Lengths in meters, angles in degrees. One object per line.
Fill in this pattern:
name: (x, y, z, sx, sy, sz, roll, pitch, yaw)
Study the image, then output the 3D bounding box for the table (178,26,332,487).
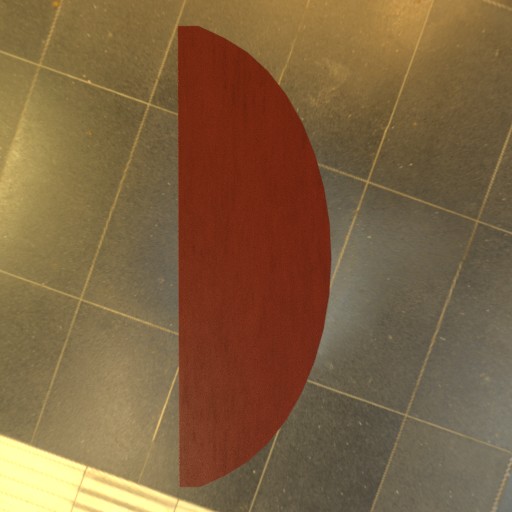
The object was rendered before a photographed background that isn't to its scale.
table: (0.000, 0.000, 1.557, 0.405, 0.779, 1.219, 0, 91, 0)
